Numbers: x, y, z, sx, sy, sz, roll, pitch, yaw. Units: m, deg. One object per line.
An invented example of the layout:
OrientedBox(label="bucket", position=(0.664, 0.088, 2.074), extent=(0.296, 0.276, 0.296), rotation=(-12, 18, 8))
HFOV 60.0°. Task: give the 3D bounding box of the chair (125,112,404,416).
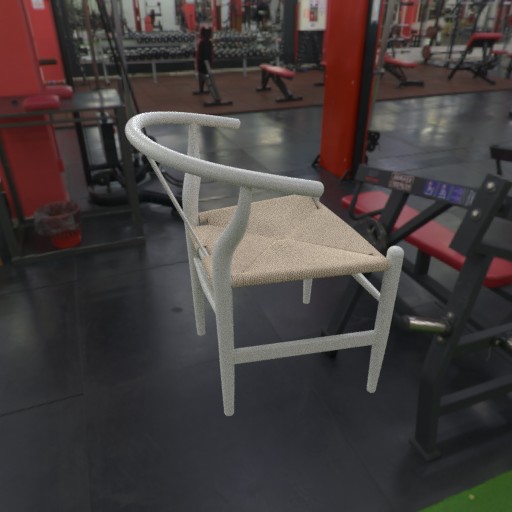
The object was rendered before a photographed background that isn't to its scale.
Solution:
OrientedBox(label="chair", position=(0.000, 0.000, 1.187), extent=(0.579, 0.730, 0.569), rotation=(-9, 31, -16))
